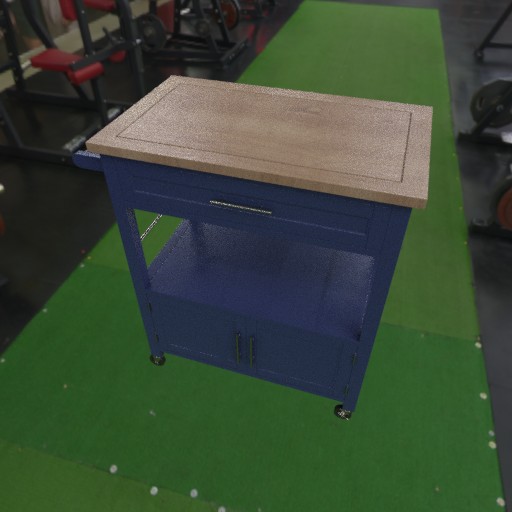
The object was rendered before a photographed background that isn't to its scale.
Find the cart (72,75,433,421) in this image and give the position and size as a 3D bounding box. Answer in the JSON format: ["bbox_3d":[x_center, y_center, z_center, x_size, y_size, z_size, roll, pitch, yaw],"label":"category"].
[{"bbox_3d":[0.000,0.000,1.410,0.840,0.901,0.459,12,43,13],"label":"cart"}]
